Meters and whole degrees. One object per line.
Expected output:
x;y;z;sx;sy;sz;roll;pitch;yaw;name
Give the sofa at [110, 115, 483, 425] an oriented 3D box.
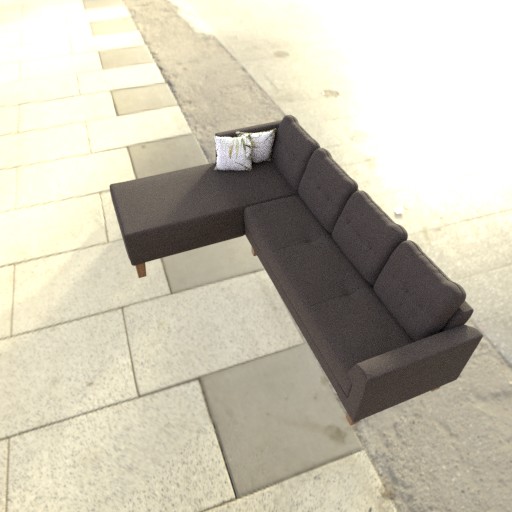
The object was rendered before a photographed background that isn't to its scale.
0.000;0.000;3.405;1.829;0.932;2.679;-16;47;-16;sofa
